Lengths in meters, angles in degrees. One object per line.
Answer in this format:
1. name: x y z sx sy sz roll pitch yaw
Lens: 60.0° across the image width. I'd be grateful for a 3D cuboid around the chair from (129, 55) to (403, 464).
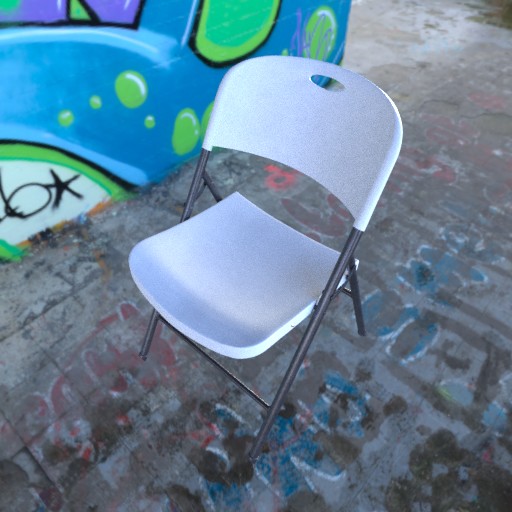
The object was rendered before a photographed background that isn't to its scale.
1. chair: 0.000 0.000 1.139 0.494 0.810 0.566 33 54 28
